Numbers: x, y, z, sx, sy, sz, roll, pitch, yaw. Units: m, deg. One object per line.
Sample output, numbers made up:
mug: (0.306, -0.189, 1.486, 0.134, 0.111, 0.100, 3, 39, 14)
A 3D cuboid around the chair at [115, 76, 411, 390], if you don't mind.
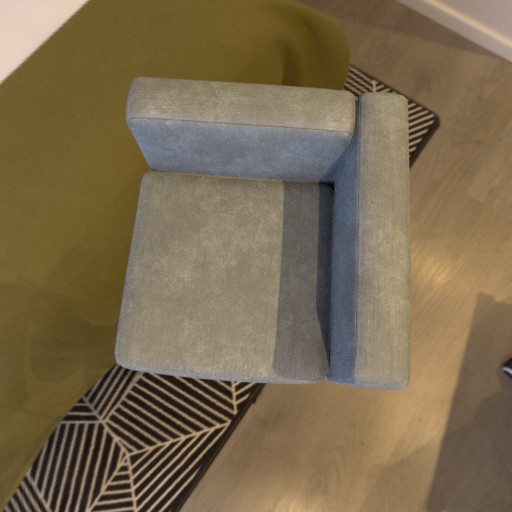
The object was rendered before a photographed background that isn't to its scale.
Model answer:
chair: (0.000, 0.000, 1.241, 0.680, 0.660, 0.680, 4, 75, 1)
